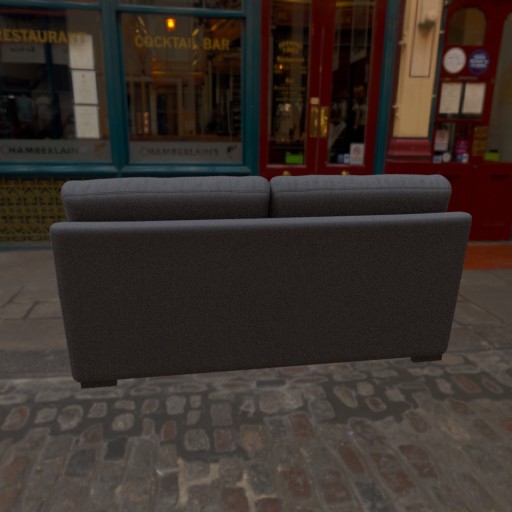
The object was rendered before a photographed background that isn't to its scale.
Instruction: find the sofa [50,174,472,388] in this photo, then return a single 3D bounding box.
[{"bbox_3d":[0.000,0.000,2.466,1.880,0.940,1.143,-2,15,-8],"label":"sofa"}]
